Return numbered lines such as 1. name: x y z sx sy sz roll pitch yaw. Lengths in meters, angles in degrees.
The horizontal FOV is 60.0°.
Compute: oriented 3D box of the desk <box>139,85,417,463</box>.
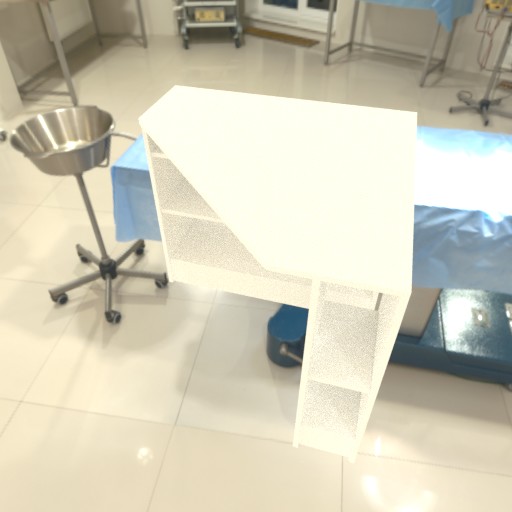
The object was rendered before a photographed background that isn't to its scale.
1. desk: 0.000 0.000 1.627 0.940 0.818 0.926 11 43 12
